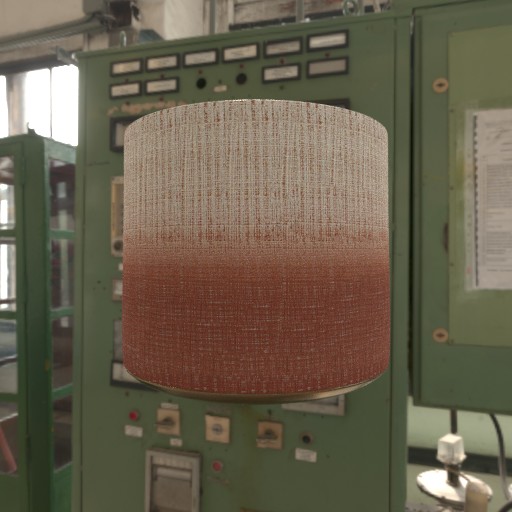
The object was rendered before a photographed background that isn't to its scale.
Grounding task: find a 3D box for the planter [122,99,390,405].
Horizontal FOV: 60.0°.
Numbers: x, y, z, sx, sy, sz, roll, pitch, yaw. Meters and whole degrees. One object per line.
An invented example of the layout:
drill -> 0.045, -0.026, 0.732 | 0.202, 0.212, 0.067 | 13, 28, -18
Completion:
planter -> 0.000, 0.000, 0.306 | 0.178, 0.157, 0.178 | 0, 0, 0
